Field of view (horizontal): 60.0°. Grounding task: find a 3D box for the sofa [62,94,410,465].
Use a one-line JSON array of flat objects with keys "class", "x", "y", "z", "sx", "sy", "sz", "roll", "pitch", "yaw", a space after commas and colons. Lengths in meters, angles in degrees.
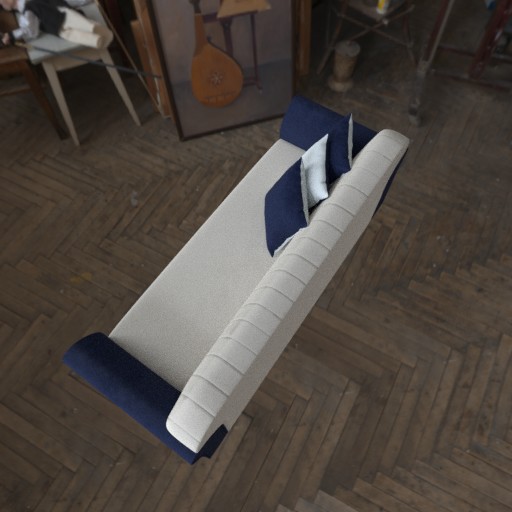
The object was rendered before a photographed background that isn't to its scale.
[{"class": "sofa", "x": 0.000, "y": 0.000, "z": 2.415, "sx": 0.749, "sy": 0.789, "sz": 2.006, "roll": 32, "pitch": 67, "yaw": 15}]
